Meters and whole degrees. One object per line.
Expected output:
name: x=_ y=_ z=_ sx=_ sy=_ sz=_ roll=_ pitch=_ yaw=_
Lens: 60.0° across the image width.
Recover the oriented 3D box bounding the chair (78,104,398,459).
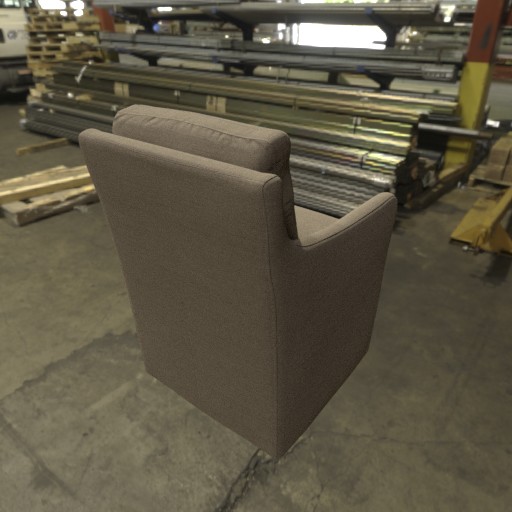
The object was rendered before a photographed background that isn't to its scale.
chair: x=0.000 y=0.000 z=1.361 sx=0.626 sy=0.914 sz=0.694 roll=21 pitch=36 yaw=32
